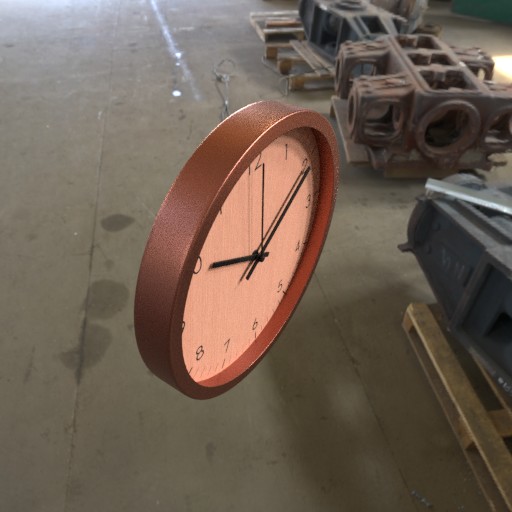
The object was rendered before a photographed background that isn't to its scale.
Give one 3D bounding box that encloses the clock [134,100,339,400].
[{"bbox_3d":[0.000,0.000,0.474,0.040,0.313,0.313,24,47,24],"label":"clock"}]
